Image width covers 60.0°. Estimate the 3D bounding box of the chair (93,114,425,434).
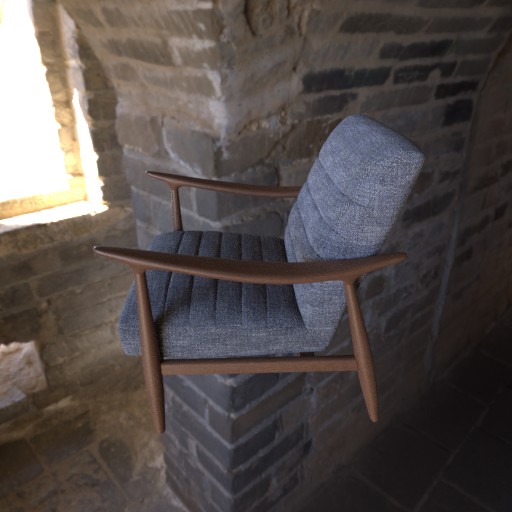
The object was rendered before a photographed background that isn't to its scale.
[{"bbox_3d":[0.000,0.000,1.443,0.798,0.832,0.741,-1,26,-2],"label":"chair"}]
